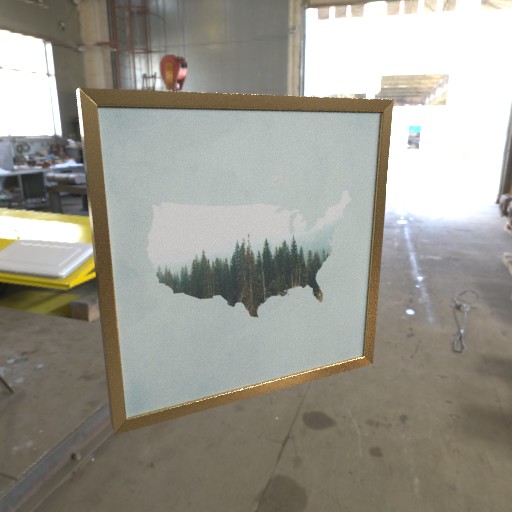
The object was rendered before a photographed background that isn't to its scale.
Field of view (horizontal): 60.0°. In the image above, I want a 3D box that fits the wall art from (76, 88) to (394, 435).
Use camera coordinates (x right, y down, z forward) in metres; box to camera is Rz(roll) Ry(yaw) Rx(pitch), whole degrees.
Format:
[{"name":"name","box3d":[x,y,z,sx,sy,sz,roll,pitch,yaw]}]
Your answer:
[{"name":"wall art","box3d":[0.000,0.000,0.745,0.509,0.509,0.040,-7,17,-25]}]
